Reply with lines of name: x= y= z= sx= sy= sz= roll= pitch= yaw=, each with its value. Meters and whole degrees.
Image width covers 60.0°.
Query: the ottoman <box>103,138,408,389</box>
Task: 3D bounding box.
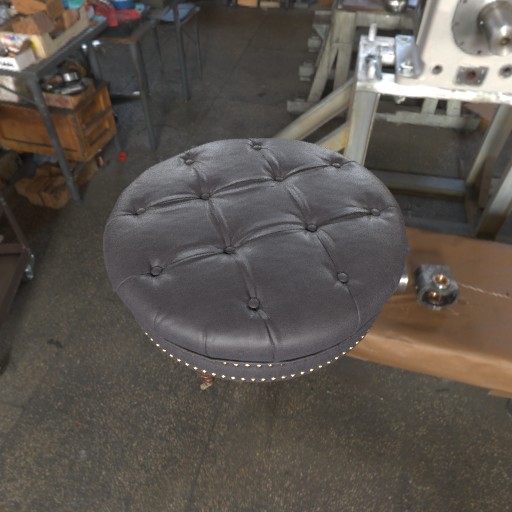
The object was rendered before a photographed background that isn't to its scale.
ottoman: x=0.000 y=0.000 z=1.449 sx=0.901 sy=0.439 sz=0.901 roll=0 pitch=47 yaw=0
